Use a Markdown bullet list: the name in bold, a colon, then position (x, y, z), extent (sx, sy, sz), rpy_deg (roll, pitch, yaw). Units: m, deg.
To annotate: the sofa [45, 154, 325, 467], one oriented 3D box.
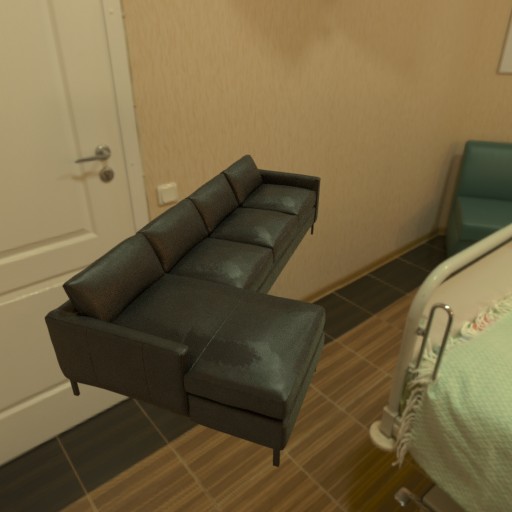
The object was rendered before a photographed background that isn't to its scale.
- **sofa**: position (0.000, 0.000, 3.622), extent (1.471, 0.859, 2.993), rpy_deg (11, 31, 18)
